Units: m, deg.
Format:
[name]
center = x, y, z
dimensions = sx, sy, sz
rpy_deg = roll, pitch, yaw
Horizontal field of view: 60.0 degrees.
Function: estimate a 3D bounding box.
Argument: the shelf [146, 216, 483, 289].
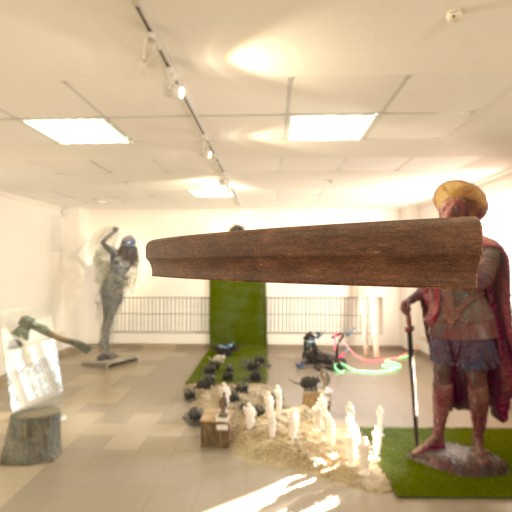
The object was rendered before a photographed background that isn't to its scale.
[shelf]
center = 0.000, 0.000, 0.449
dimensions = 0.310, 0.050, 0.310
rpy_deg = 0, -1, 2
